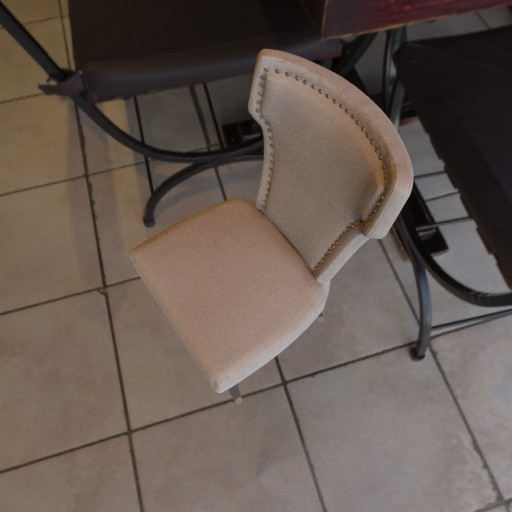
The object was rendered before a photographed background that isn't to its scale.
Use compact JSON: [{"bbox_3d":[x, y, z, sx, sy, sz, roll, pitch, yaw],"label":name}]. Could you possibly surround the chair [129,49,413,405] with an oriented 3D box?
[{"bbox_3d":[0.000,0.000,1.335,0.630,0.950,0.526,-32,68,-15],"label":"chair"}]
